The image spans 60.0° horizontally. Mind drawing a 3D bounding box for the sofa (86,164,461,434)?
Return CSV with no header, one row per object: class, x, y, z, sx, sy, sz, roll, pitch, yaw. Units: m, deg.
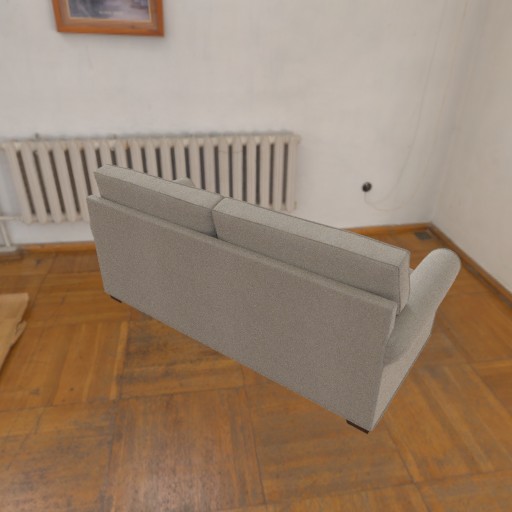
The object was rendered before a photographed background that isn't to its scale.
sofa,0.000,0.000,2.707,2.146,0.962,0.901,20,35,31
